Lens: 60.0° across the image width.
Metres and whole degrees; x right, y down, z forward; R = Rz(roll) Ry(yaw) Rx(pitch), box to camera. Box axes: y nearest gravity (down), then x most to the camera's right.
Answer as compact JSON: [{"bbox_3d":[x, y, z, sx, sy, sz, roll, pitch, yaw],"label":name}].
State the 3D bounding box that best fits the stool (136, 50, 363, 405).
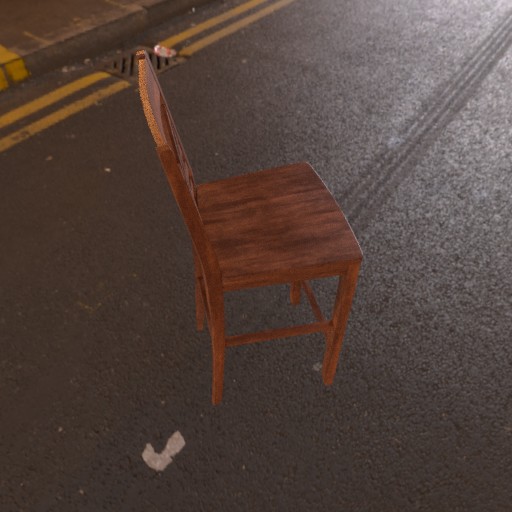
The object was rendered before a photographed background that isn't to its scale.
[{"bbox_3d":[0.000,0.000,1.345,0.487,1.105,0.433,-11,48,-10],"label":"stool"}]
